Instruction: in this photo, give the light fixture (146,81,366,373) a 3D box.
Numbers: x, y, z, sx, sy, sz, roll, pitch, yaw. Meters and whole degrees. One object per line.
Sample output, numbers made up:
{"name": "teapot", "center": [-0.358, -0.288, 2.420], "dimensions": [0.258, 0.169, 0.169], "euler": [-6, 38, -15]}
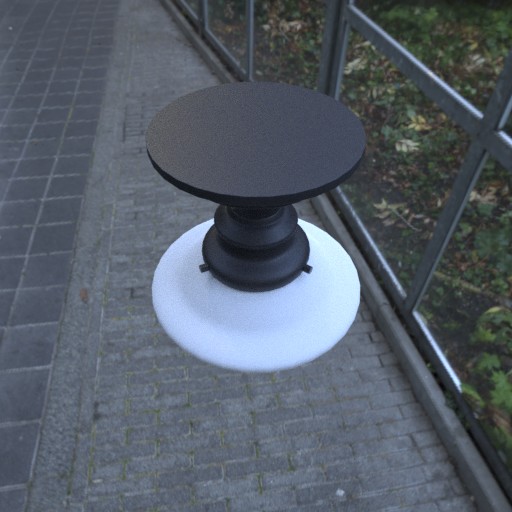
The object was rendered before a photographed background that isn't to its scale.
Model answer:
{"name": "light fixture", "center": [0.000, 0.000, 0.400], "dimensions": [0.197, 0.254, 0.197], "euler": [0, 46, 0]}
